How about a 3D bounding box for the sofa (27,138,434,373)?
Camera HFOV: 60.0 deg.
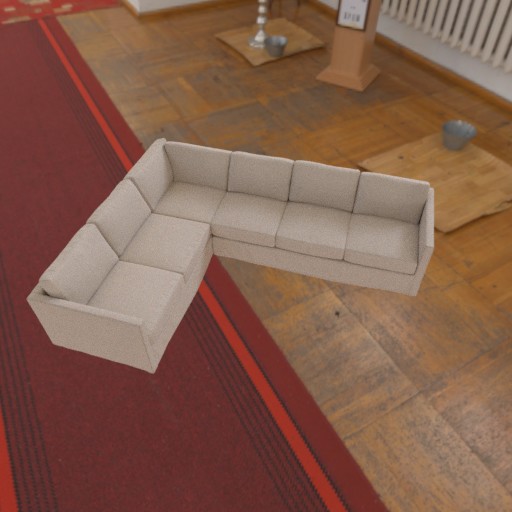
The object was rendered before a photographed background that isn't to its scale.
[{"bbox_3d":[0.000,0.000,4.254,3.182,0.871,2.432,11,47,11],"label":"sofa"}]
